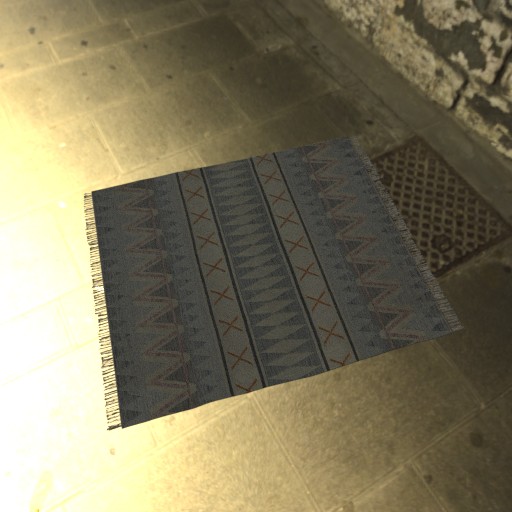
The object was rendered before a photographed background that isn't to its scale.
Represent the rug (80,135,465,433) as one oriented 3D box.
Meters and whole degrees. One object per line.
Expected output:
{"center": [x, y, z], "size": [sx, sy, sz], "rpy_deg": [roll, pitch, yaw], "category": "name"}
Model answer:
{"center": [0.000, 0.000, 4.081], "size": [3.000, 0.012, 2.371], "rpy_deg": [-14, 61, -8], "category": "rug"}
